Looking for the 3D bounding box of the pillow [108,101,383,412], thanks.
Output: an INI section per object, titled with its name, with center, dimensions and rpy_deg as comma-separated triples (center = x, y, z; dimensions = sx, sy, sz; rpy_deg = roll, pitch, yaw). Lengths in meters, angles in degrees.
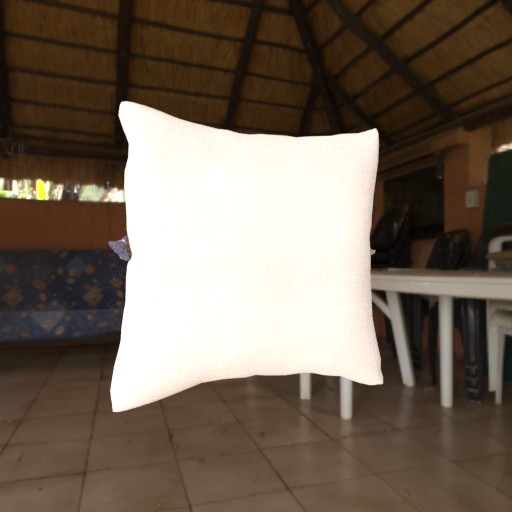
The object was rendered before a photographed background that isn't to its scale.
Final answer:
[pillow]
center = 0.000, 0.000, 0.773
dimensions = 0.489, 0.481, 0.165
rpy_deg = 0, -1, -18
